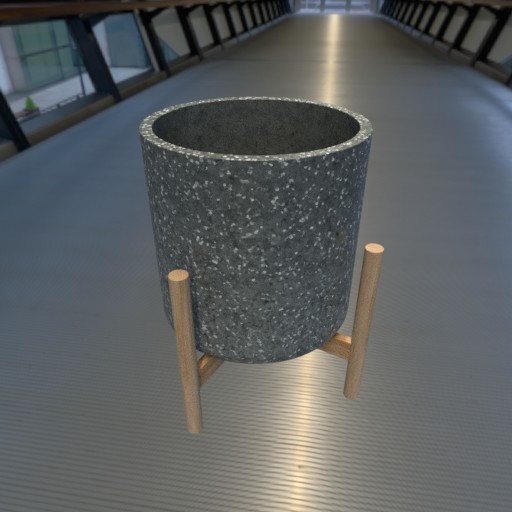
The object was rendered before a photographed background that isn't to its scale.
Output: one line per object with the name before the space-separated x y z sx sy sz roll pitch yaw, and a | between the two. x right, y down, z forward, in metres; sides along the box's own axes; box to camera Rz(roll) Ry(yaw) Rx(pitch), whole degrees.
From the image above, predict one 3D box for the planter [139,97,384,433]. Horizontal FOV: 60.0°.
planter | 0.000 0.000 0.698 0.360 0.419 0.360 -21 38 -31
